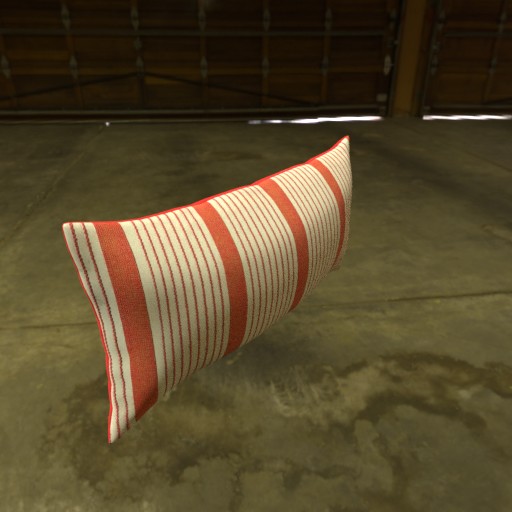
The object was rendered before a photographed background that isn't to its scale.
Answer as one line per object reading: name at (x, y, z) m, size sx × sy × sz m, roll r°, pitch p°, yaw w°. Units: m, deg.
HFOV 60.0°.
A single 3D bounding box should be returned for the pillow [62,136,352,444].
pillow at (0.000, 0.000, 0.709) m, size 0.151 × 0.297 × 0.608 m, roll 18°, pitch 31°, yaw 33°
